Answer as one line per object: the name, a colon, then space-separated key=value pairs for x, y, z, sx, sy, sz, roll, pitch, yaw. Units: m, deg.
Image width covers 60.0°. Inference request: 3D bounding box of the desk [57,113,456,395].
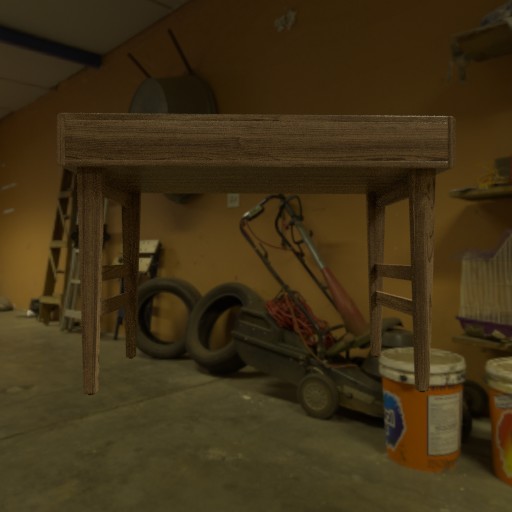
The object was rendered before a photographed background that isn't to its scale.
desk: x=0.000 y=0.000 z=1.439 sx=1.067 sy=0.755 sz=0.508 roll=0 pitch=0 yaw=-2
